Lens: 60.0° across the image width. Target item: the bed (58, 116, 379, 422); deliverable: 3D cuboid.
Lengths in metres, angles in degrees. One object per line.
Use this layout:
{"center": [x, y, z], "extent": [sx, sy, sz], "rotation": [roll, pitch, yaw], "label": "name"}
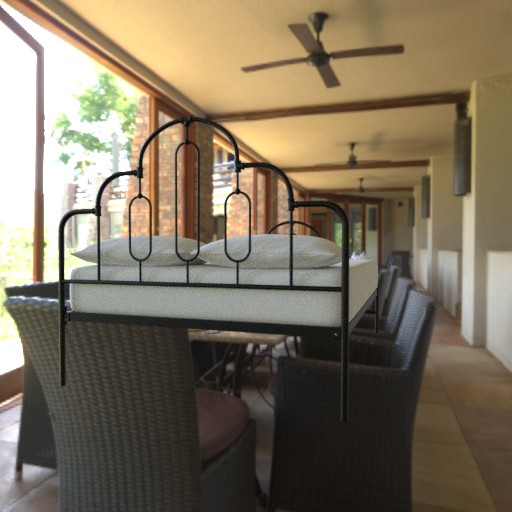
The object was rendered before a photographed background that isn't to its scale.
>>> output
{"center": [0.000, 0.000, 3.263], "extent": [1.626, 1.444, 2.181], "rotation": [0, 1, 19], "label": "bed"}
